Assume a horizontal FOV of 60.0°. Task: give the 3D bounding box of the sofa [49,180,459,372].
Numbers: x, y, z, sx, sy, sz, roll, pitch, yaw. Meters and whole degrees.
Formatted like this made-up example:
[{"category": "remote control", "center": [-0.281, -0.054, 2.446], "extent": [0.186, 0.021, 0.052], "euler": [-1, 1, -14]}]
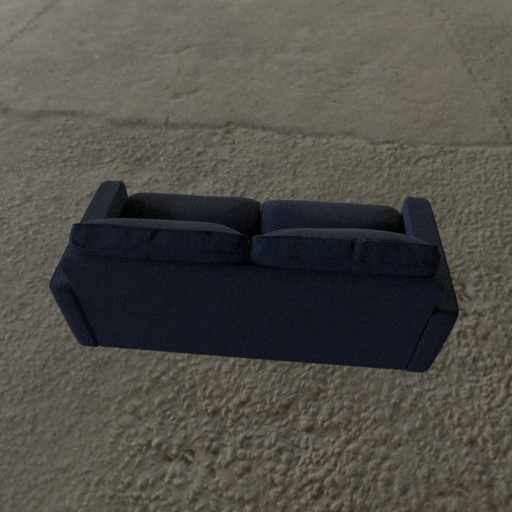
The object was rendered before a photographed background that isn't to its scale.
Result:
[{"category": "sofa", "center": [0.000, 0.000, 2.593], "extent": [2.080, 0.919, 0.940], "euler": [4, 47, 3]}]
